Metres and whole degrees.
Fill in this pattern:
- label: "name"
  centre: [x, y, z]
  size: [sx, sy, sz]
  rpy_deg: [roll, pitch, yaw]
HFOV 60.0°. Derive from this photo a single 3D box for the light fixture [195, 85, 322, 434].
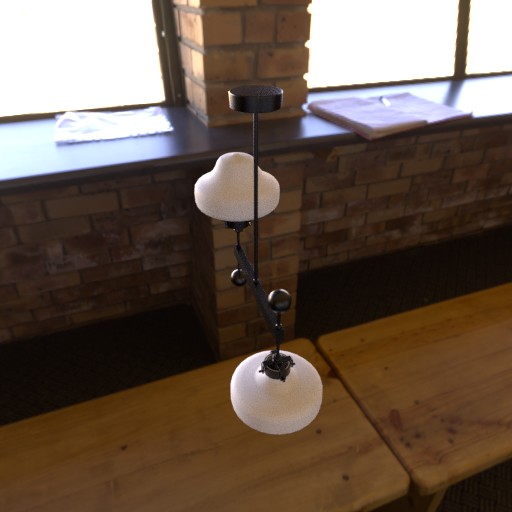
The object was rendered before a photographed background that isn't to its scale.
- label: "light fixture"
  centre: [0.000, 0.000, 1.040]
  size: [0.489, 0.743, 0.422]
  rpy_deg: [22, 38, 30]
